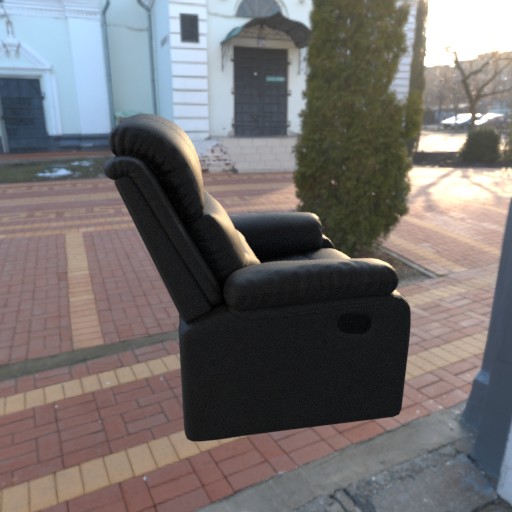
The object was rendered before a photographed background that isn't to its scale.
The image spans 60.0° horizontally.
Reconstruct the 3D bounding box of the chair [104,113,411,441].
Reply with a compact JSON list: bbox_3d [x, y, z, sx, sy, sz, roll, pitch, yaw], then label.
[{"bbox_3d":[0.000,0.000,1.622,0.919,0.992,0.855,-3,18,-10],"label":"chair"}]
